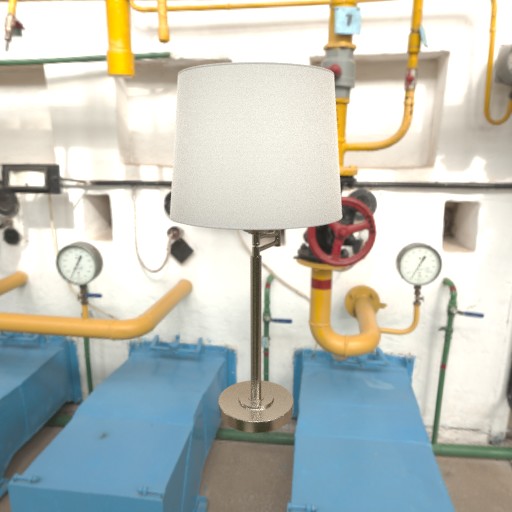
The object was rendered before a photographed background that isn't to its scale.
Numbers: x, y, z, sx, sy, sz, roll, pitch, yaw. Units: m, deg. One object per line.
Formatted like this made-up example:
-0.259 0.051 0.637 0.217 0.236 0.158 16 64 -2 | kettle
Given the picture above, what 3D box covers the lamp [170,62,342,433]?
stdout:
0.000 0.000 0.889 0.333 0.696 0.333 0 14 0 | lamp
